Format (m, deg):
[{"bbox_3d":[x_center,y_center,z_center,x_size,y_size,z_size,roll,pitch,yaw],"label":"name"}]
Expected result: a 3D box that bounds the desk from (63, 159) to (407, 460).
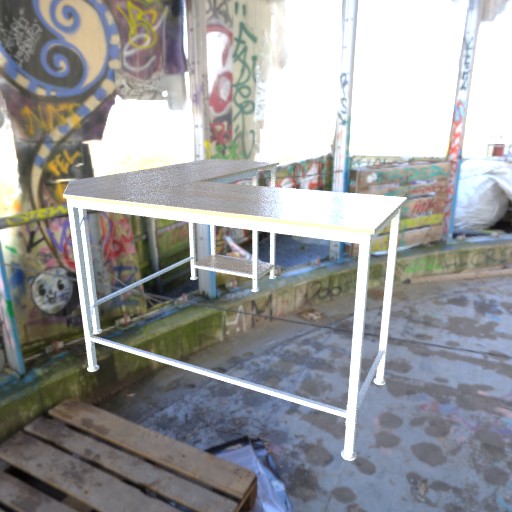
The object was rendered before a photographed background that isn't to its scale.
[{"bbox_3d":[0.000,0.000,2.126,1.379,0.739,1.379,9,20,26],"label":"desk"}]
